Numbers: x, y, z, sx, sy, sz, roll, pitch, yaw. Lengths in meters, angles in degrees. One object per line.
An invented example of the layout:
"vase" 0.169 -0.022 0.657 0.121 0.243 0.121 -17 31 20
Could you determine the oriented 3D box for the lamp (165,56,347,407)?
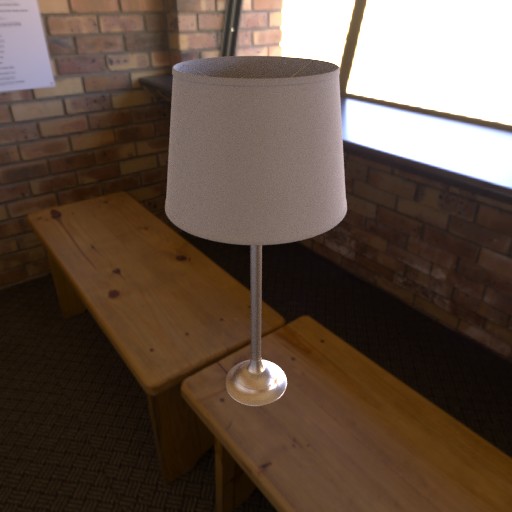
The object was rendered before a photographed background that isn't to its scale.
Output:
"lamp" 0.000 0.000 0.877 0.331 0.698 0.331 0 30 0
